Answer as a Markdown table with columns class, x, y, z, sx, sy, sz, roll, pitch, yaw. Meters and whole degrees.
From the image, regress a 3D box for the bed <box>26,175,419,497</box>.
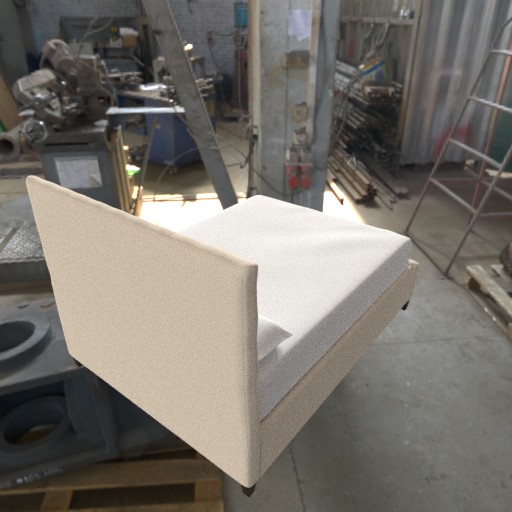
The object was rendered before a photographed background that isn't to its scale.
| class | x | y | z | sx | sy | sz | roll | pitch | yaw |
| --- | --- | --- | --- | --- | --- | --- | --- | --- | --- |
| bed | 0.000 | 0.000 | 3.195 | 1.696 | 1.426 | 2.233 | 21 | 35 | 33 |
